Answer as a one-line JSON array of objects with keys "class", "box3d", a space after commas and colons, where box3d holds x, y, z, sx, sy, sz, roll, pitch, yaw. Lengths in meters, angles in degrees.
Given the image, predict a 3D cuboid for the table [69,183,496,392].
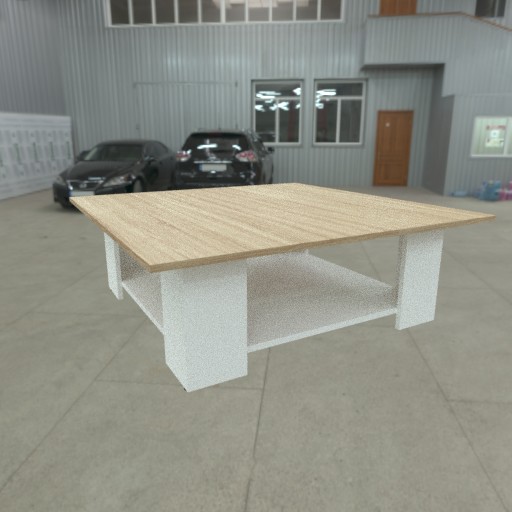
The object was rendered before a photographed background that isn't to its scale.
[{"class": "table", "box3d": [0.000, 0.000, 1.320, 0.890, 0.305, 0.890, -9, 18, -28]}]
